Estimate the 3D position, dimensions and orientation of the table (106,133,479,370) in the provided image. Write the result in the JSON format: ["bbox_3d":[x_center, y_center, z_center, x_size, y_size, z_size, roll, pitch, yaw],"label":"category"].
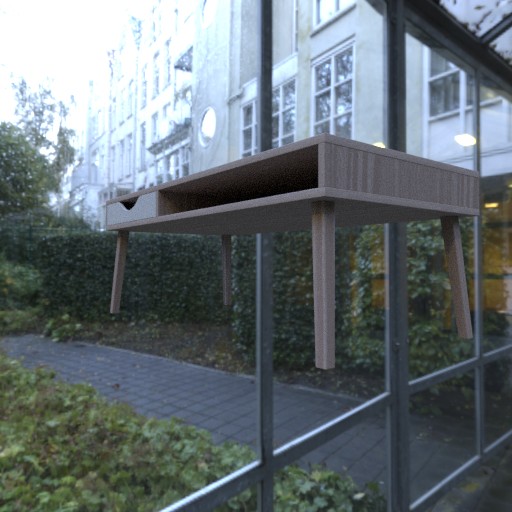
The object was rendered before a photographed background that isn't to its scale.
[{"bbox_3d":[0.000,0.000,1.487,0.600,0.450,1.200,0,-1,-38],"label":"table"}]
